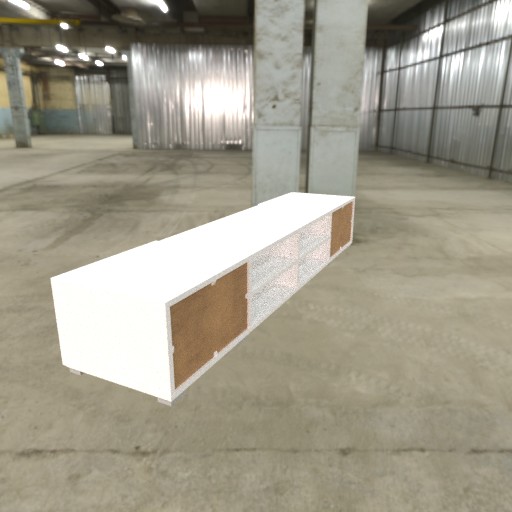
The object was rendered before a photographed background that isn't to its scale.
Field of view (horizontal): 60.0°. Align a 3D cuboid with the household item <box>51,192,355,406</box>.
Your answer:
[{"bbox_3d":[0.000,0.000,2.044,0.420,0.310,1.850,8,19,26],"label":"household item"}]
